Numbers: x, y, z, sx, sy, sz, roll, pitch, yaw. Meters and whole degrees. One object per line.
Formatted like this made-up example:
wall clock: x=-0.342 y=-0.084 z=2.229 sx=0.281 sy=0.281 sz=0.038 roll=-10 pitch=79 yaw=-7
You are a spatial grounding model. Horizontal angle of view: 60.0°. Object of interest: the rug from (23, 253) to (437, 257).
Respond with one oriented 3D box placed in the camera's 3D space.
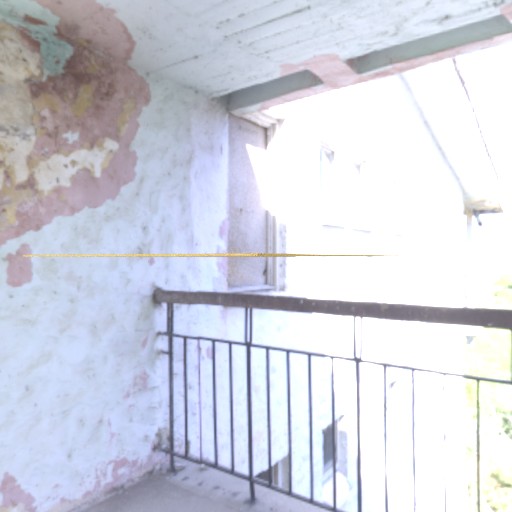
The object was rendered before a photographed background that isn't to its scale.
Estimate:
rug: x=0.000 y=0.000 z=4.292 sx=2.486 sy=0.015 sz=3.242 roll=0 pitch=0 yaw=37
